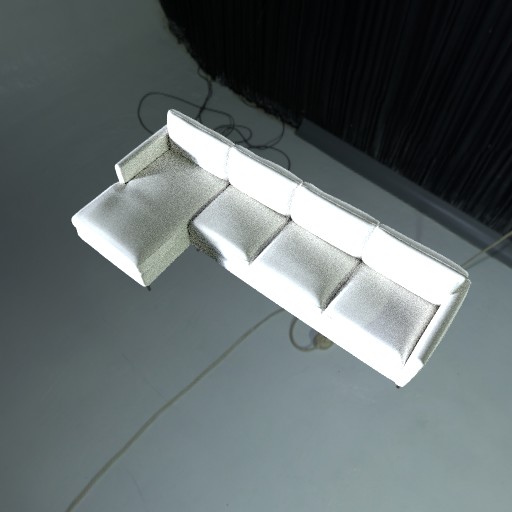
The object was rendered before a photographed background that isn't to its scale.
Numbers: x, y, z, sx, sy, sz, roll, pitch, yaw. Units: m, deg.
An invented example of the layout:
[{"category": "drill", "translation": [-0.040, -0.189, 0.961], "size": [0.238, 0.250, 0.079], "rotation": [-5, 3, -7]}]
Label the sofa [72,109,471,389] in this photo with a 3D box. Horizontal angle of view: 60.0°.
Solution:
[{"category": "sofa", "translation": [0.000, 0.000, 3.817], "size": [3.186, 0.875, 1.467], "rotation": [33, 63, 19]}]
